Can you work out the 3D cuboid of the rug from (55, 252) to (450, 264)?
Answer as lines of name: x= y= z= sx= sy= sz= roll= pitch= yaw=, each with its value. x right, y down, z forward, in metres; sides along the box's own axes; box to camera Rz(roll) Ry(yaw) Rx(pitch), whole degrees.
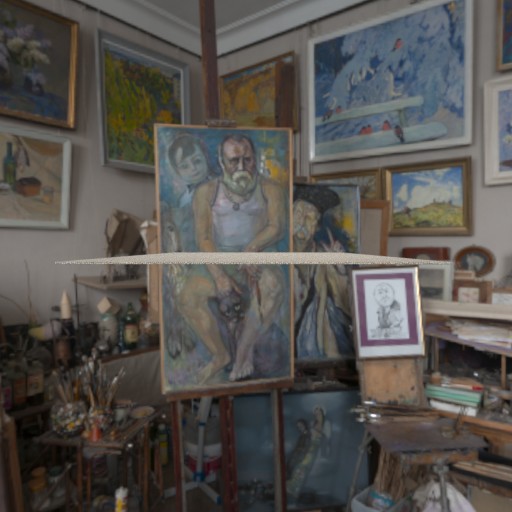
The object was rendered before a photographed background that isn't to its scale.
rug: x=0.000 y=0.000 z=2.156 sx=1.142 sy=0.006 sz=1.752 roll=0 pitch=1 yaw=1
